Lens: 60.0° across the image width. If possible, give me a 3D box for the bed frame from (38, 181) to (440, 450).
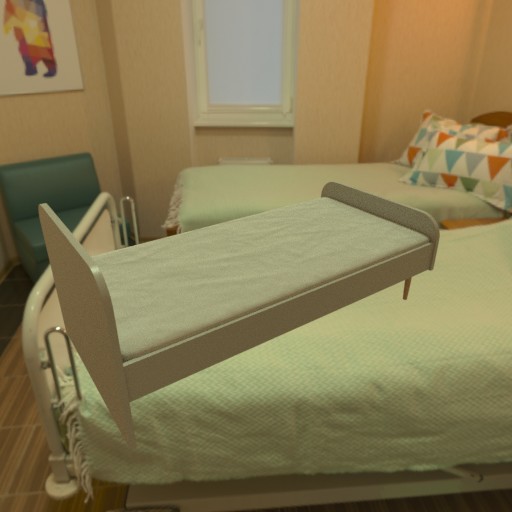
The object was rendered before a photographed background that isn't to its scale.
[{"bbox_3d":[0.000,0.000,2.504,1.963,0.805,0.998,-18,32,-31],"label":"bed frame"}]
